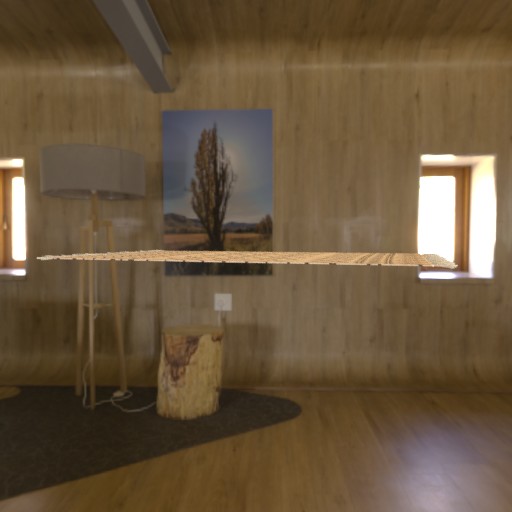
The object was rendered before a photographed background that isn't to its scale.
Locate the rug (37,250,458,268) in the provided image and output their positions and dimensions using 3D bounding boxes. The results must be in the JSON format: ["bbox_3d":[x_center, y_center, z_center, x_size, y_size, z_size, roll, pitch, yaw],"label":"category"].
[{"bbox_3d":[0.000,0.000,2.566,2.023,0.028,1.224,1,3,18],"label":"rug"}]
